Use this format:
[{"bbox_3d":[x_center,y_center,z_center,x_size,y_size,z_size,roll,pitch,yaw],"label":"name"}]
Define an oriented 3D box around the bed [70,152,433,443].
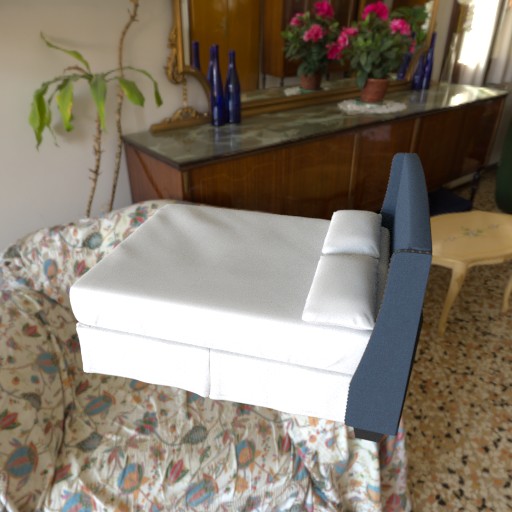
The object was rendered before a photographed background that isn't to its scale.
[{"bbox_3d":[0.000,0.000,3.314,2.237,1.407,1.710,8,30,13],"label":"bed"}]
